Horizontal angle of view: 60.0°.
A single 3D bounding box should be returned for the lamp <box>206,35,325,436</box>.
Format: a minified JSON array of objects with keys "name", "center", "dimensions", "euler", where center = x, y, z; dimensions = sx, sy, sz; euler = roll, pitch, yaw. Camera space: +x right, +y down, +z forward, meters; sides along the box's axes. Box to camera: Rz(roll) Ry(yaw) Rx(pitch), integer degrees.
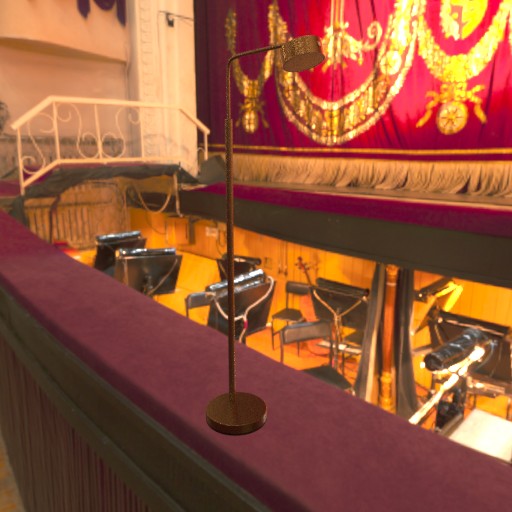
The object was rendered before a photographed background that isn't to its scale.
[{"name":"lamp","center":[0.000,0.000,1.402],"dimensions":[0.219,1.230,0.418],"euler":[-12,18,-44]}]
